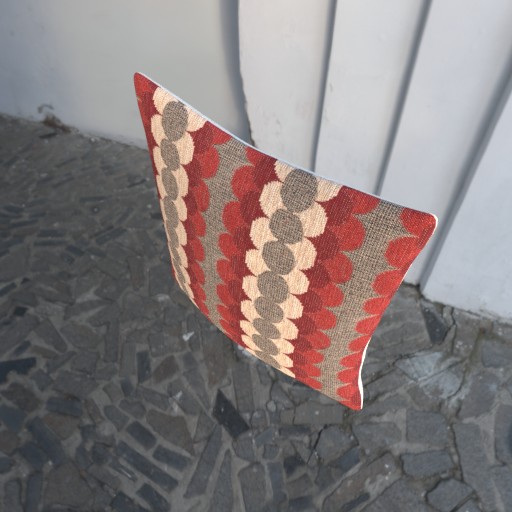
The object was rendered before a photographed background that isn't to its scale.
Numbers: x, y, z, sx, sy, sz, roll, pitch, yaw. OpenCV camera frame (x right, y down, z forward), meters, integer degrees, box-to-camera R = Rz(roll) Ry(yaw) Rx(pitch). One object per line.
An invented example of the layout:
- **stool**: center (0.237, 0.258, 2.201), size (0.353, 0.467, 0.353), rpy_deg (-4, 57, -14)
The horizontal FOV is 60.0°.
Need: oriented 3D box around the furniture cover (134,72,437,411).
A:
- **furniture cover**: center (0.000, 0.000, 0.642), size (0.435, 0.420, 0.145), rpy_deg (32, 55, 26)
